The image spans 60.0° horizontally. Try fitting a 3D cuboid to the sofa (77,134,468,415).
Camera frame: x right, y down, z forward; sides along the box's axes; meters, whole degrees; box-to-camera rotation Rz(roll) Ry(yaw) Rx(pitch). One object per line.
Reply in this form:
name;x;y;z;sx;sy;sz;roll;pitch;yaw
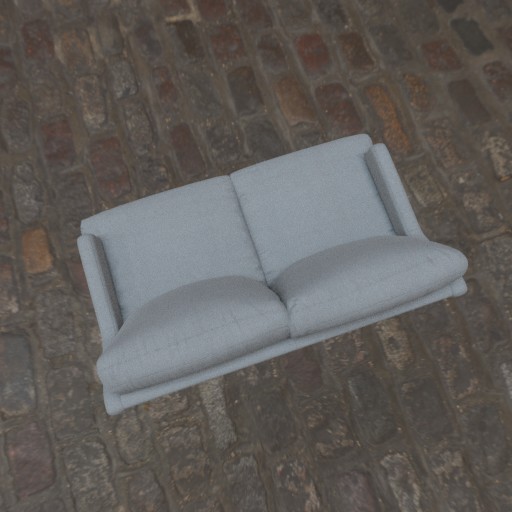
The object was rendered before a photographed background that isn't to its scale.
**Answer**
sofa;0.000;0.000;2.140;1.589;0.921;0.987;-18;76;-5
